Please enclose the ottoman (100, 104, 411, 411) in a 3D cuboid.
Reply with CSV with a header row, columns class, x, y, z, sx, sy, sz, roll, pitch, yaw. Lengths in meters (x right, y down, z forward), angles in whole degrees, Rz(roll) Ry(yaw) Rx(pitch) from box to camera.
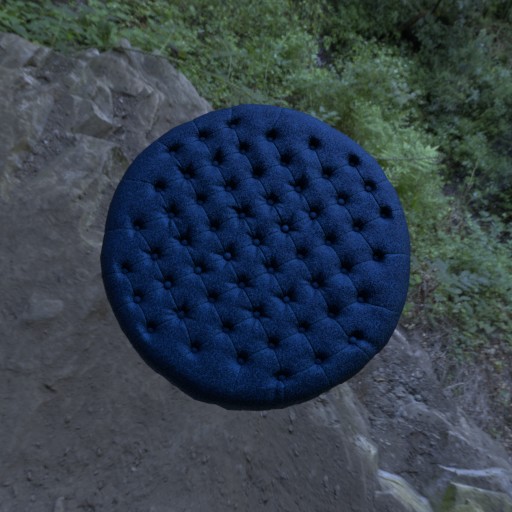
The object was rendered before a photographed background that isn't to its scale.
class,x,y,z,sx,sy,sz,roll,pitch,yaw
ottoman,0.000,0.000,1.529,0.998,0.398,0.998,0,75,0
